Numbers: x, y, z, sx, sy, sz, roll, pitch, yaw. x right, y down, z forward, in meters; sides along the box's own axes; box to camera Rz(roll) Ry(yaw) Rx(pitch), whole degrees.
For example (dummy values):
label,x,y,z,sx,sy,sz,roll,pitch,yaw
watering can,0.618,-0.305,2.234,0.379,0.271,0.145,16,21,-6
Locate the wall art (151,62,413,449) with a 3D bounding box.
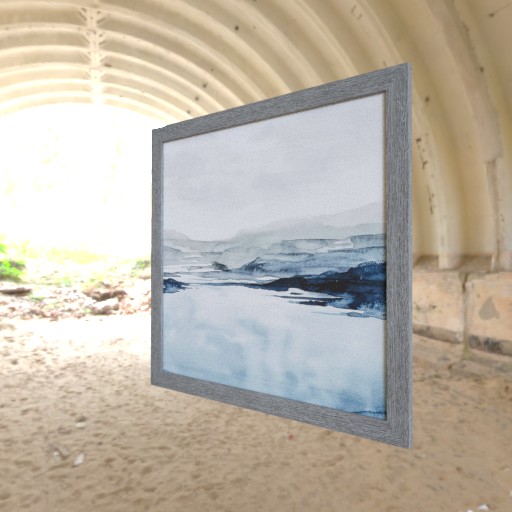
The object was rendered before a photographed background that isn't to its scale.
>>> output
label,x,y,z,sx,sy,sz,roll,pitch,yaw
wall art,0.000,0.000,0.994,0.685,0.685,0.020,0,-1,36
